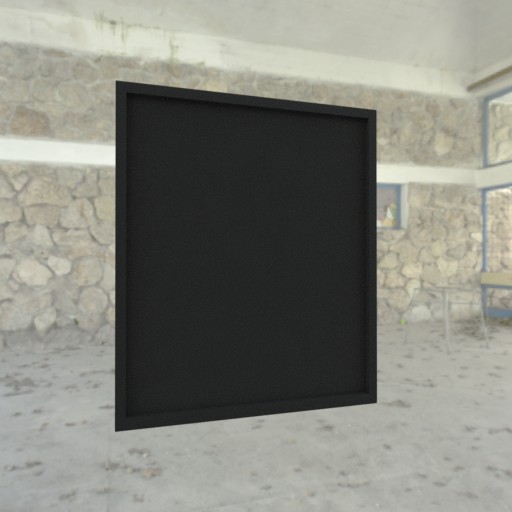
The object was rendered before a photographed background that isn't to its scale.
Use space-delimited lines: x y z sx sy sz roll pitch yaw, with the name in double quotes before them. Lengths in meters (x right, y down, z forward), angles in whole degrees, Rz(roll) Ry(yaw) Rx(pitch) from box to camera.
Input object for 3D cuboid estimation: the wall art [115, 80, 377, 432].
"wall art" 0.000 0.000 0.713 0.432 0.508 0.021 0 0 -17
